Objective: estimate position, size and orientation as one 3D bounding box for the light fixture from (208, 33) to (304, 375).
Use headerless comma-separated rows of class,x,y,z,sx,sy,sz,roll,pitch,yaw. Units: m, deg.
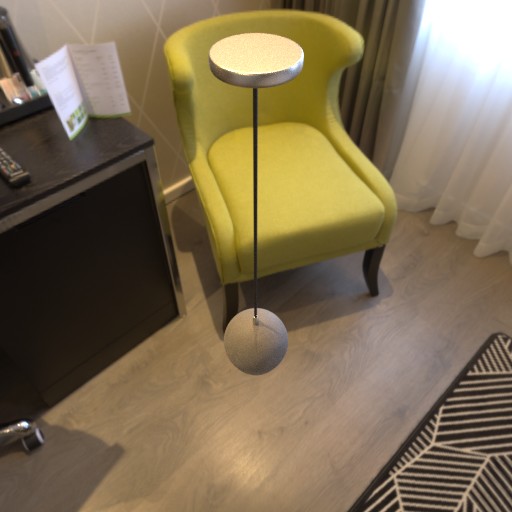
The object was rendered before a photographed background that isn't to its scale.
light fixture,0.000,0.000,0.835,0.153,0.760,0.153,12,49,10
